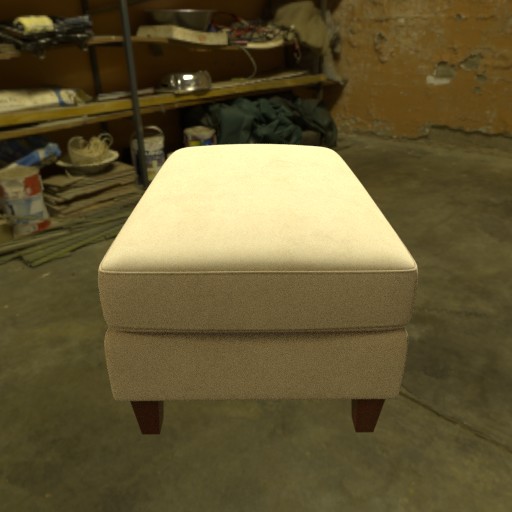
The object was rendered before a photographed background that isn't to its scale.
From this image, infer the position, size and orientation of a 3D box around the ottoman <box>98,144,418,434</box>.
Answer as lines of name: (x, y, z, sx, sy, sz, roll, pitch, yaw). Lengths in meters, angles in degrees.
ottoman: (0.000, 0.000, 1.206, 0.584, 0.483, 0.864, 0, 27, -1)
